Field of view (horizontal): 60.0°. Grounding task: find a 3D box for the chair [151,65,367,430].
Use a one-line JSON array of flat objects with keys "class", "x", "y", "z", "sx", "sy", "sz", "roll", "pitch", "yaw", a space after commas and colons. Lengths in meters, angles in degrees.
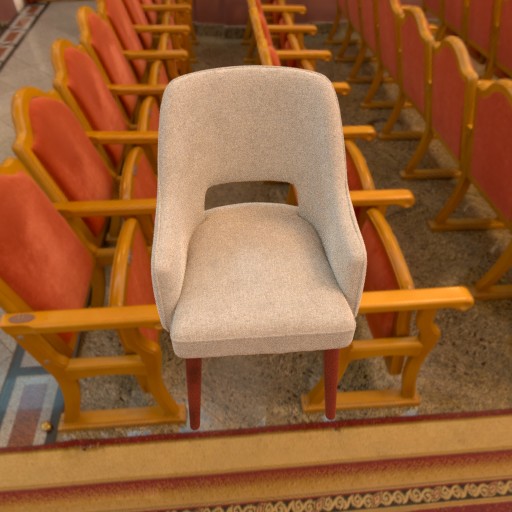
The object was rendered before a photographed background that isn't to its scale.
[{"class": "chair", "x": 0.000, "y": 0.000, "z": 1.267, "sx": 0.548, "sy": 0.849, "sz": 0.605, "roll": -3, "pitch": 44, "yaw": -3}]
